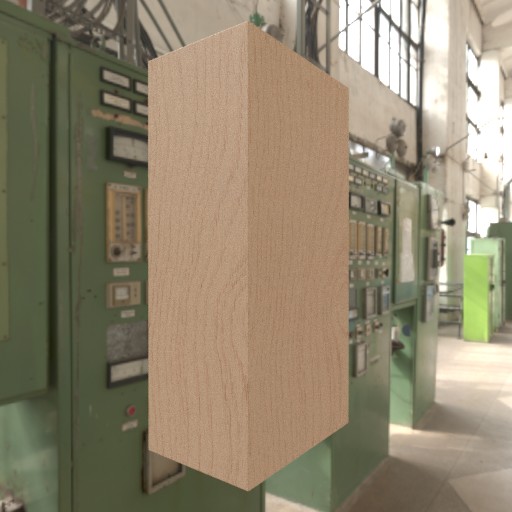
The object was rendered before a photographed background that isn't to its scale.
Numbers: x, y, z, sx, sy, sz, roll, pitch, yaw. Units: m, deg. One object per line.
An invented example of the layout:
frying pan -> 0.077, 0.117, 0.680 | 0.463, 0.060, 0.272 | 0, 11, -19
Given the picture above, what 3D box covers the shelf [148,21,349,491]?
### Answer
shelf -> 0.000, 0.000, 0.739 | 0.200, 0.600, 0.290 | 0, 0, 37
